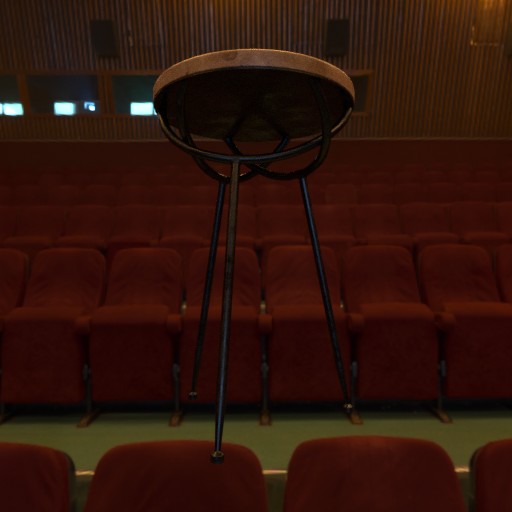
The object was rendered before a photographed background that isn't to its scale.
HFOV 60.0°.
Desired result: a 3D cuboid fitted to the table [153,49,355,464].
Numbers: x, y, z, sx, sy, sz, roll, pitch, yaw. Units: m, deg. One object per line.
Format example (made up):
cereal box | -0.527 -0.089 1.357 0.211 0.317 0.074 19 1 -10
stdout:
table | 0.000 0.000 0.911 0.418 0.664 0.414 0 -2 -1
